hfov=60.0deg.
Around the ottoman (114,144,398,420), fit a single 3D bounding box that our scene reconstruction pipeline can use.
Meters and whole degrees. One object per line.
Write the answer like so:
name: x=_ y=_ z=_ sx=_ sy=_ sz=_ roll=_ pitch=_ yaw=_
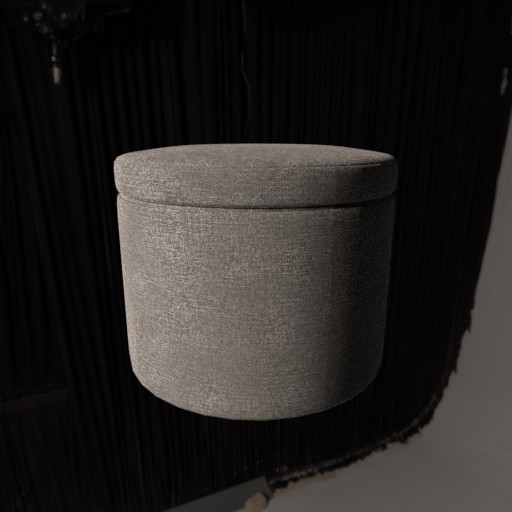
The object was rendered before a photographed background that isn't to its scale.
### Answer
ottoman: x=0.000 y=0.000 z=0.862 sx=0.500 sy=0.419 sz=0.500 roll=0 pitch=15 yaw=0
